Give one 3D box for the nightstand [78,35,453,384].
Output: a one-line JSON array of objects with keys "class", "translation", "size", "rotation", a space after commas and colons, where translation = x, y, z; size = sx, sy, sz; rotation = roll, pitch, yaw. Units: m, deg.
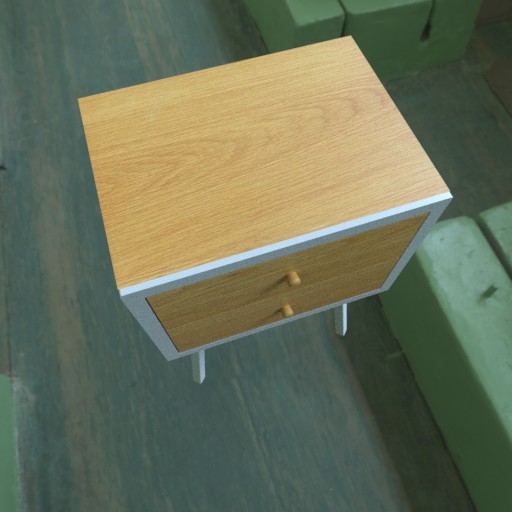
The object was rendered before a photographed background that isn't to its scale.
[{"class": "nightstand", "translation": [0.000, 0.000, 0.826], "size": [0.400, 0.601, 0.316], "rotation": [-17, 65, -8]}]
